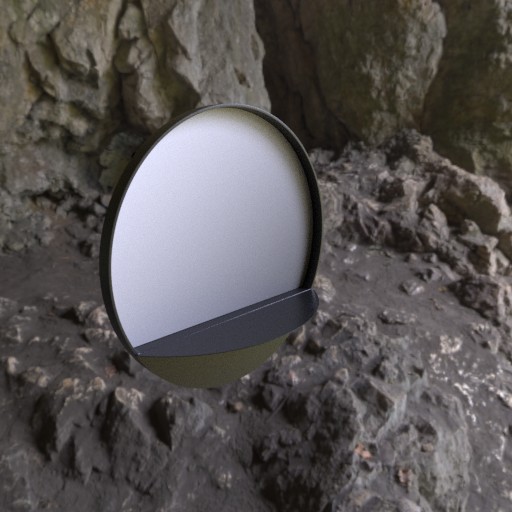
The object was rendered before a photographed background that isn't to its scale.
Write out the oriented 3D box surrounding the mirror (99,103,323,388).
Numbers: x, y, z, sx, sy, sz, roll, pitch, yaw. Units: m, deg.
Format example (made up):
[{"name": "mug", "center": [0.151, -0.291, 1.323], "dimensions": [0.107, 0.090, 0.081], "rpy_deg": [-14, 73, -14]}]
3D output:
[{"name": "mirror", "center": [0.000, 0.000, 0.696], "dimensions": [0.133, 0.457, 0.457], "rpy_deg": [14, 20, 43]}]
